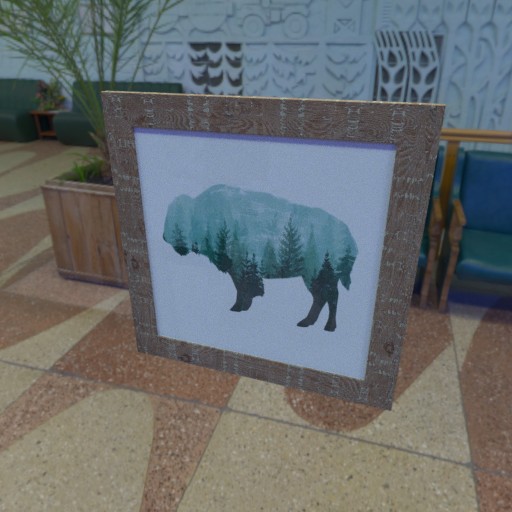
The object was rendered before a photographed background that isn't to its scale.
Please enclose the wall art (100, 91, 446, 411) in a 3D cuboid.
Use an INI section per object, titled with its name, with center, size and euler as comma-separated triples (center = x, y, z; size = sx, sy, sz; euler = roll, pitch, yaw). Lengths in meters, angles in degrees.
[wall art]
center = 0.000, 0.000, 0.559
size = 0.380, 0.380, 0.022
euler = 8, 27, 17
